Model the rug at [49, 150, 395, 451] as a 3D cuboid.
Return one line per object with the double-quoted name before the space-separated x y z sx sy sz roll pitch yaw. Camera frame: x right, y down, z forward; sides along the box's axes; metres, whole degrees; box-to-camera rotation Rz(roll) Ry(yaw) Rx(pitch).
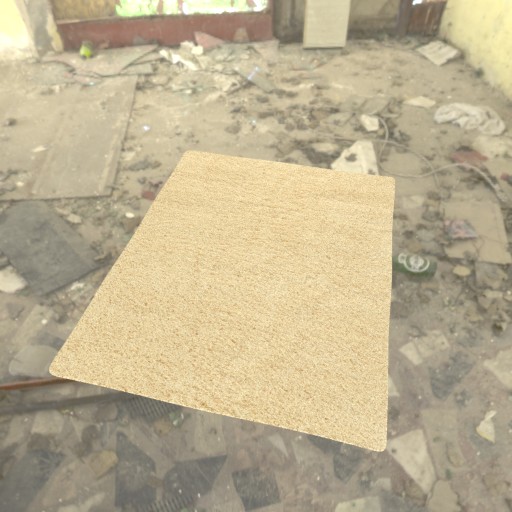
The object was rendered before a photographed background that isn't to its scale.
"rug" 0.000 0.000 4.014 2.401 0.025 3.001 10 47 9
